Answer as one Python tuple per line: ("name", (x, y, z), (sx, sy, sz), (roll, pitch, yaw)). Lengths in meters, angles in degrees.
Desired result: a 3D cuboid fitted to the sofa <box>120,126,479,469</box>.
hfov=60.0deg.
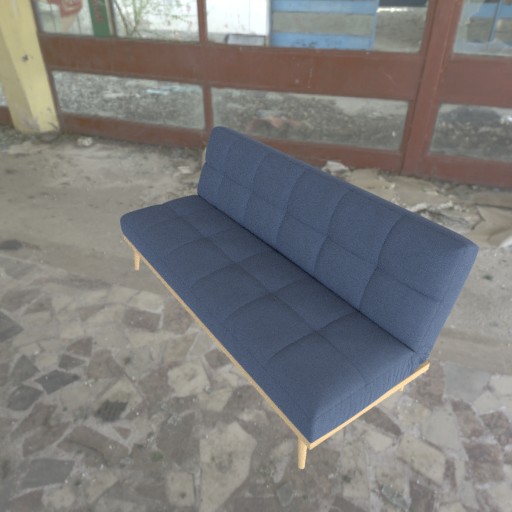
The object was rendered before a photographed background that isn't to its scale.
("sofa", (0.000, 0.000, 2.240), (0.796, 0.800, 1.800), (-21, 38, -29))
